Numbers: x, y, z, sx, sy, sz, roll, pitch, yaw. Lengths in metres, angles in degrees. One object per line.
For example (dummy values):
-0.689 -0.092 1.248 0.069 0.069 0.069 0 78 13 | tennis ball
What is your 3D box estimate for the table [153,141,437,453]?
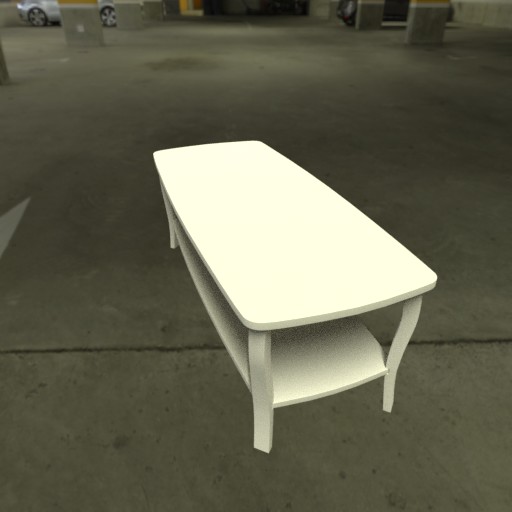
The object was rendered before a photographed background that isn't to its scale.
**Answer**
0.000 0.000 1.654 0.561 0.474 1.334 -11 32 -17 | table
